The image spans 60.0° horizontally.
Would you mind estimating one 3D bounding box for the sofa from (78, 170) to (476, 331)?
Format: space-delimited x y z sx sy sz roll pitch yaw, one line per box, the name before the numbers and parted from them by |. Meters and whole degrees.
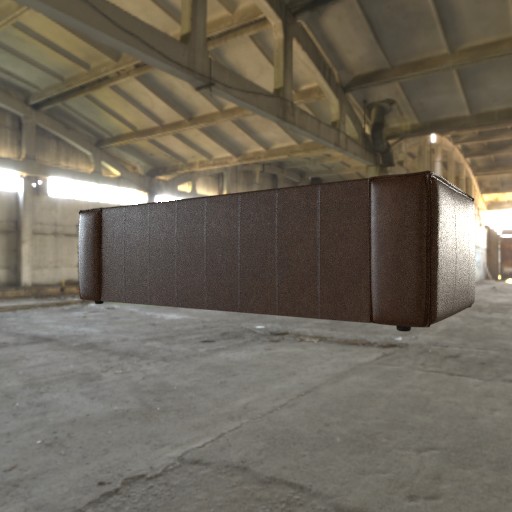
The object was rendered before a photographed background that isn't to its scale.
sofa | 0.000 0.000 2.998 2.581 0.701 1.102 -1 -1 35
